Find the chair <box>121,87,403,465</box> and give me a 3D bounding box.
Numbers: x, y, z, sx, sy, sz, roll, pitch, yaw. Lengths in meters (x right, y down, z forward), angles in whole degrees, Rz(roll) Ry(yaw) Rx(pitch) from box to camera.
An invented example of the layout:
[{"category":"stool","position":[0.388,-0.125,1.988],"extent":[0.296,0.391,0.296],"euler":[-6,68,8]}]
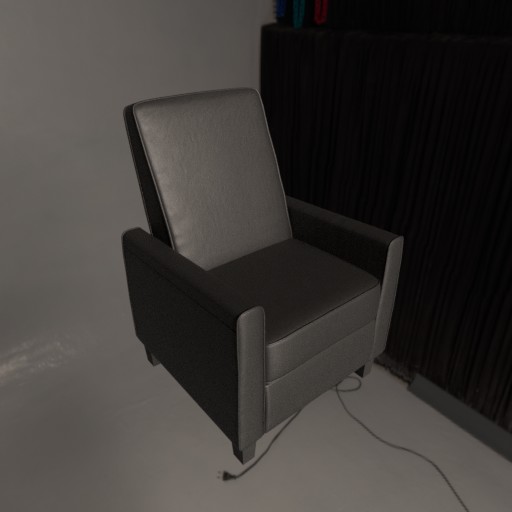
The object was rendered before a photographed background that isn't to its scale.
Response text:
[{"category":"chair","position":[0.000,0.000,1.551],"extent":[0.705,1.013,0.746],"euler":[-22,36,-34]}]
